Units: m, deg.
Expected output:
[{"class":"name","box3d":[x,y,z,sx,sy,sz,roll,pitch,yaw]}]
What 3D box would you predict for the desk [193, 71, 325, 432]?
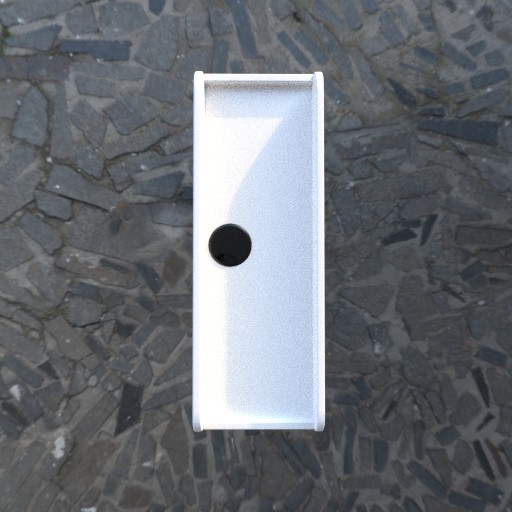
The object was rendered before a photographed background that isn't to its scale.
[{"class":"desk","box3d":[0.000,0.000,1.532,0.278,1.190,0.795,0,89,-1]}]
